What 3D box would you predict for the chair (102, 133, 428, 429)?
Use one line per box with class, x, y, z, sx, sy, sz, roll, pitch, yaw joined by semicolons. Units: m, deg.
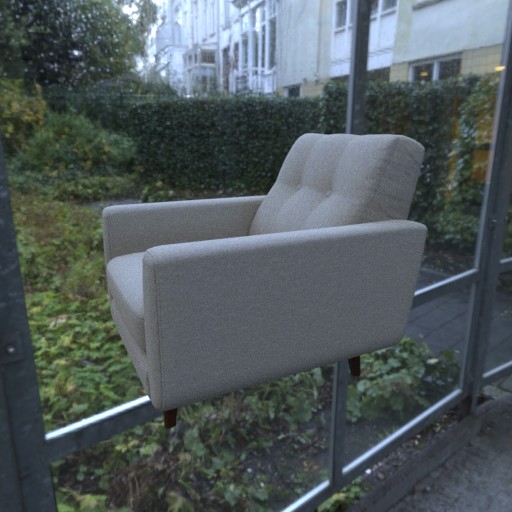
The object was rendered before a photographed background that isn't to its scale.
chair;0.000;0.000;1.822;1.128;0.965;0.897;-8;18;-26
